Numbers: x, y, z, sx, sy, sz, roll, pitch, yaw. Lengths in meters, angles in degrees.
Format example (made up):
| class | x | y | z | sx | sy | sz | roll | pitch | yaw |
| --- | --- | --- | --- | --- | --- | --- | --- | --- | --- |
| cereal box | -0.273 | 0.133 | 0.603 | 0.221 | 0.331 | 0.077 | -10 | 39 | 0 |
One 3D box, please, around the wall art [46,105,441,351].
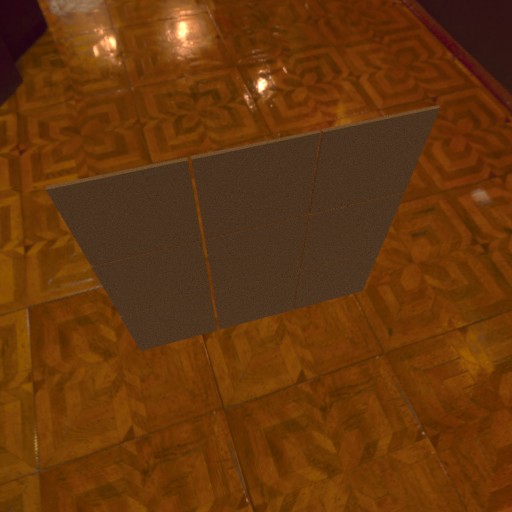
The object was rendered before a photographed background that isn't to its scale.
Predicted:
| class | x | y | z | sx | sy | sz | roll | pitch | yaw |
| --- | --- | --- | --- | --- | --- | --- | --- | --- | --- |
| wall art | 0.000 | 0.000 | 1.378 | 0.919 | 0.917 | 0.010 | -14 | 58 | -9 |
